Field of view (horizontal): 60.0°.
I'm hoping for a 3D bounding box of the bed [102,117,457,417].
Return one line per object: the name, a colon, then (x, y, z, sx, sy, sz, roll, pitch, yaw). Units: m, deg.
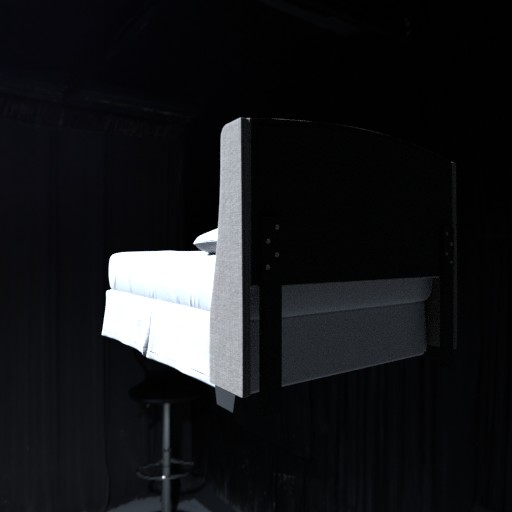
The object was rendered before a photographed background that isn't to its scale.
bed: (0.000, 0.000, 3.317, 1.710, 1.407, 2.237, 0, 1, -36)
